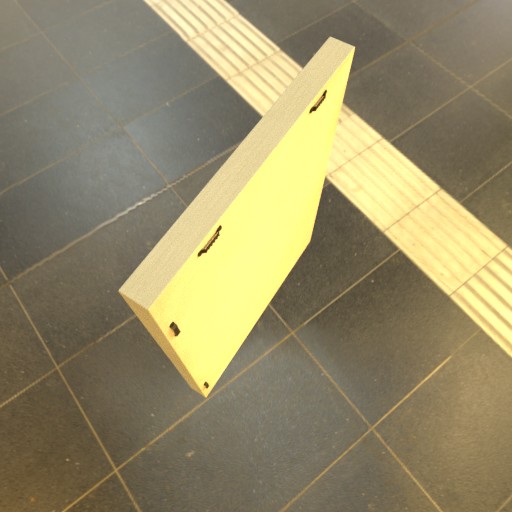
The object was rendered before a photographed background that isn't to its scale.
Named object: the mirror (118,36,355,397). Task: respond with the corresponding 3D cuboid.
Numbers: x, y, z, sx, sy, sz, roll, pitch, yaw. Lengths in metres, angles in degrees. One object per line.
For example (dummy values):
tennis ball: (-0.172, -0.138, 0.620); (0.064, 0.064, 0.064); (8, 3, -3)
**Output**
mirror: (0.000, 0.000, 0.703); (0.041, 0.509, 0.406); (30, 68, 14)
